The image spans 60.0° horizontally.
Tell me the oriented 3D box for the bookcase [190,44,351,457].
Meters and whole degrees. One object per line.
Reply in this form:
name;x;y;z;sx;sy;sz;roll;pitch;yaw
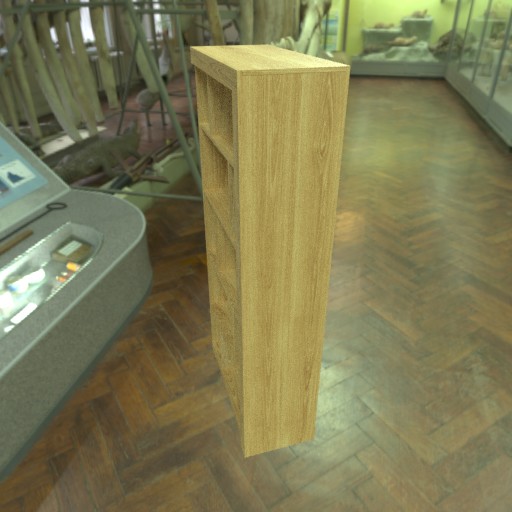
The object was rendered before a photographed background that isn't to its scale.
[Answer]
bookcase;0.000;0.000;2.430;0.420;2.020;0.950;-9;31;-15
